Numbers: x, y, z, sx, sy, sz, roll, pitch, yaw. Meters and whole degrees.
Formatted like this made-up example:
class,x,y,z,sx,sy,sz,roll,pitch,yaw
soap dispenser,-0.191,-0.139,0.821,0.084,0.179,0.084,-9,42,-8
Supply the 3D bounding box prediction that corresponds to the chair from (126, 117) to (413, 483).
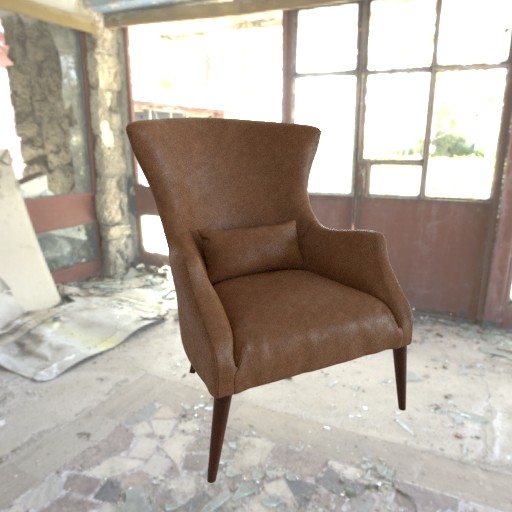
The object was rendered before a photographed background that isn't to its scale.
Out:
class,x,y,z,sx,sy,sz,roll,pitch,yaw
chair,0.000,0.000,1.724,0.846,1.067,0.955,-7,16,-27
